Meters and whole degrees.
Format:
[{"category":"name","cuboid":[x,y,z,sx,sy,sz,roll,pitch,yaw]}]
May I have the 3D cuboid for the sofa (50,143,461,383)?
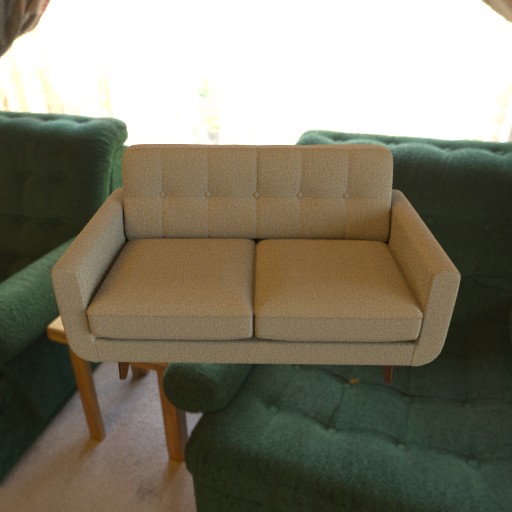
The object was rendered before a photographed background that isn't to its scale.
[{"category":"sofa","cuboid":[0.000,0.000,2.227,1.651,0.925,0.952,0,29,1]}]
